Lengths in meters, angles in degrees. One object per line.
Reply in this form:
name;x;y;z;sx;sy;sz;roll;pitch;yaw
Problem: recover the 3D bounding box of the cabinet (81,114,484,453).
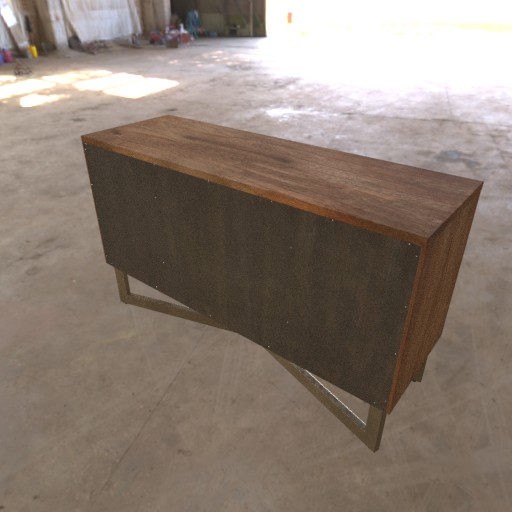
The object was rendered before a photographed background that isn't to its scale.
cabinet;0.000;0.000;1.733;1.373;0.812;0.480;22;37;32
